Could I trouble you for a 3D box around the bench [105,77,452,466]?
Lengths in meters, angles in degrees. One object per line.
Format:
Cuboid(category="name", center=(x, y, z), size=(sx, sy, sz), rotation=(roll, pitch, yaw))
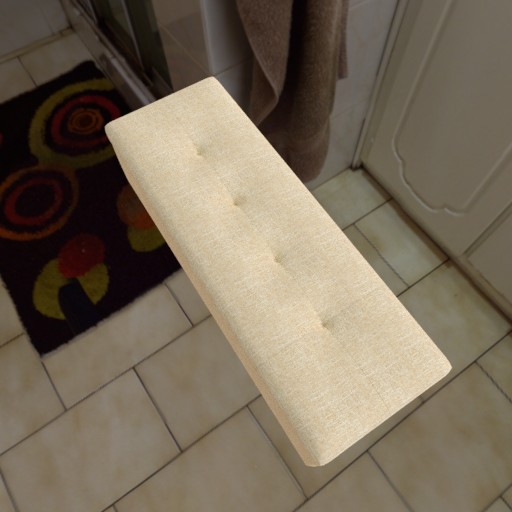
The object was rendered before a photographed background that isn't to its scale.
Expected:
Cuboid(category="bench", center=(0.000, 0.000, 1.451), size=(0.432, 0.406, 1.219), rotation=(-30, 68, -13))
